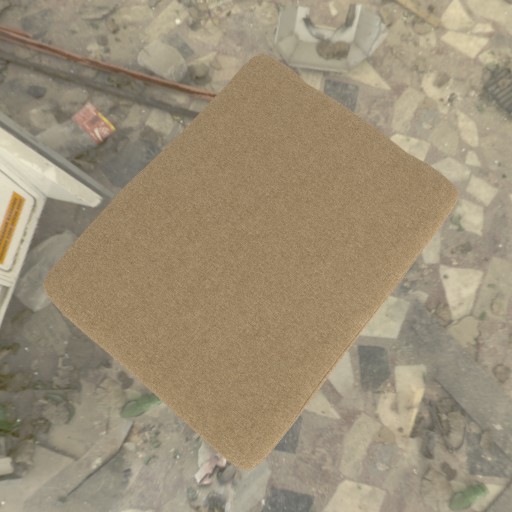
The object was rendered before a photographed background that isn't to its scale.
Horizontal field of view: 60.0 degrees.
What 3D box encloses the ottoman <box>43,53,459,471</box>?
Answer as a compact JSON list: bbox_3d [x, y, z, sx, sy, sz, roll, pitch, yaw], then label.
[{"bbox_3d":[0.000,0.000,1.296,0.692,0.511,0.889,38,79,9],"label":"ottoman"}]
